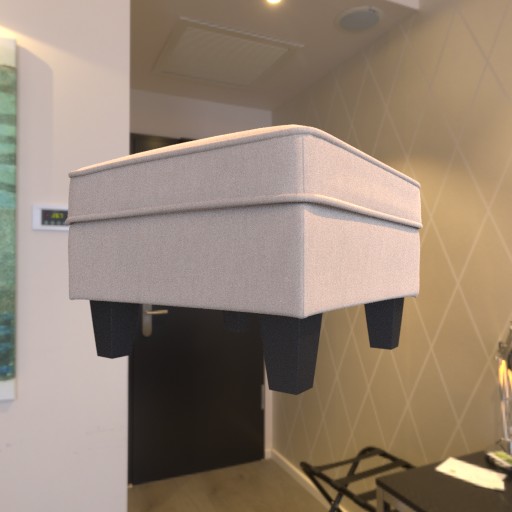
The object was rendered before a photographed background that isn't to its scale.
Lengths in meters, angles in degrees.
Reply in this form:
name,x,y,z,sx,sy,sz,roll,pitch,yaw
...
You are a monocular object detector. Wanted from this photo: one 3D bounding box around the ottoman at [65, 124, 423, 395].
name,x,y,z,sx,sy,sz,roll,pitch,yaw
ottoman,0.000,0.000,1.023,0.613,0.438,0.616,-1,-1,35
